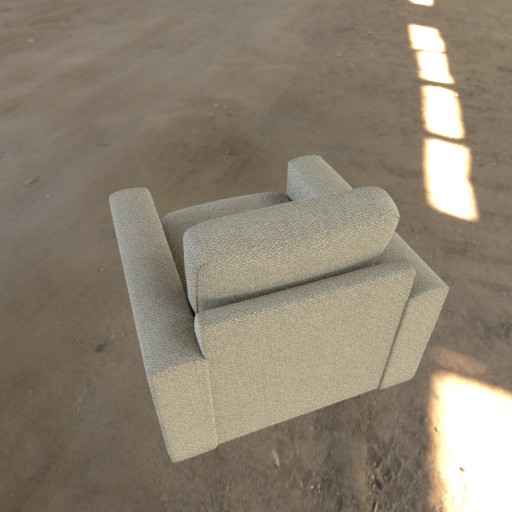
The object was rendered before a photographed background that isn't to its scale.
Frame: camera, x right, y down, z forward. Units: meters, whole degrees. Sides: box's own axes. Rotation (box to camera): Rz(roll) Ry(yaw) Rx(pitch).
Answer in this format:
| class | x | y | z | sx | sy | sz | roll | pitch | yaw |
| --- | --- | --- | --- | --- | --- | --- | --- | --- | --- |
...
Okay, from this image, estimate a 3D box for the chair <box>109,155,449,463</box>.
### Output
| class | x | y | z | sx | sy | sz | roll | pitch | yaw |
| --- | --- | --- | --- | --- | --- | --- | --- | --- | --- |
| chair | 0.000 | 0.000 | 1.767 | 1.005 | 0.873 | 1.016 | -14 | 43 | -15 |
